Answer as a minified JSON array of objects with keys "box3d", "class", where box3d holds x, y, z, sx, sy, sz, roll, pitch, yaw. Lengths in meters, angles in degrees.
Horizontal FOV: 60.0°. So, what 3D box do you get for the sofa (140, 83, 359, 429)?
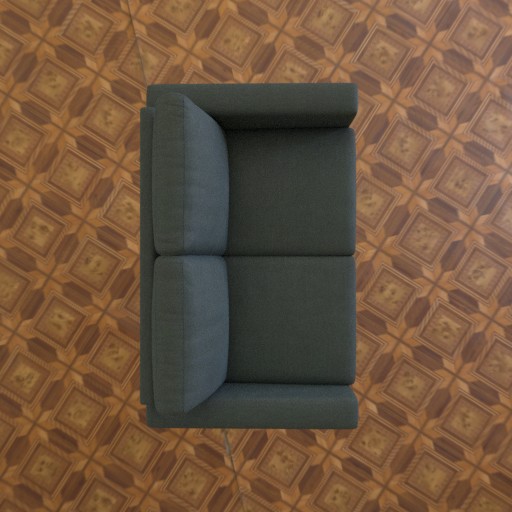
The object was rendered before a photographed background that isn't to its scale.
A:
[{"box3d":[0.000,0.000,2.084,0.955,0.903,1.489,0,90,1],"class":"sofa"}]
